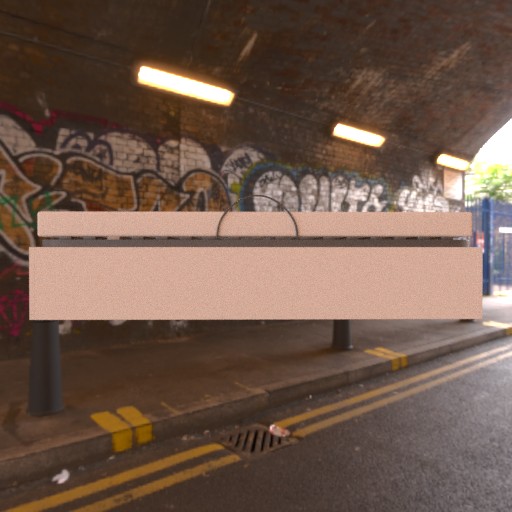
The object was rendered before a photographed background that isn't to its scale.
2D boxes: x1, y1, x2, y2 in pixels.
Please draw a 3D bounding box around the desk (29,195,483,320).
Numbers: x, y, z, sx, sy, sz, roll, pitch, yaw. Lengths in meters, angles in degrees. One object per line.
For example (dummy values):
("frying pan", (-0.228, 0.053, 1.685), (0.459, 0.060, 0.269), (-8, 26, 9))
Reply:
("desk", (0.000, 0.000, 2.303), (1.900, 0.526, 0.900), (0, 1, -1))
